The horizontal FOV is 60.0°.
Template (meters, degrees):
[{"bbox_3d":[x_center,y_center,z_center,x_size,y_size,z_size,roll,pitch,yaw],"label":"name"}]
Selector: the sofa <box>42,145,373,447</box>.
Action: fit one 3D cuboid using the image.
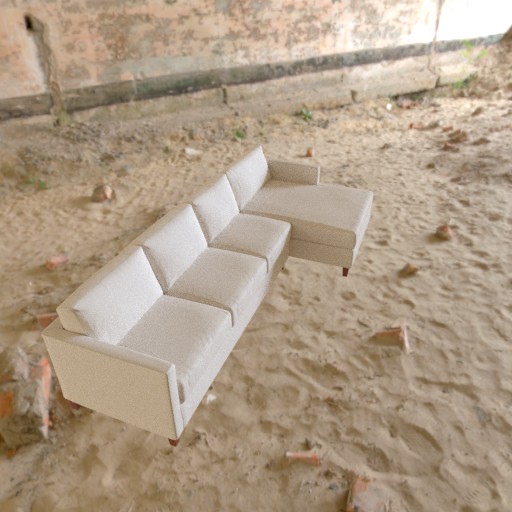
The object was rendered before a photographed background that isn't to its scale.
[{"bbox_3d":[0.000,0.000,4.031,1.606,0.954,3.471,12,34,18],"label":"sofa"}]
